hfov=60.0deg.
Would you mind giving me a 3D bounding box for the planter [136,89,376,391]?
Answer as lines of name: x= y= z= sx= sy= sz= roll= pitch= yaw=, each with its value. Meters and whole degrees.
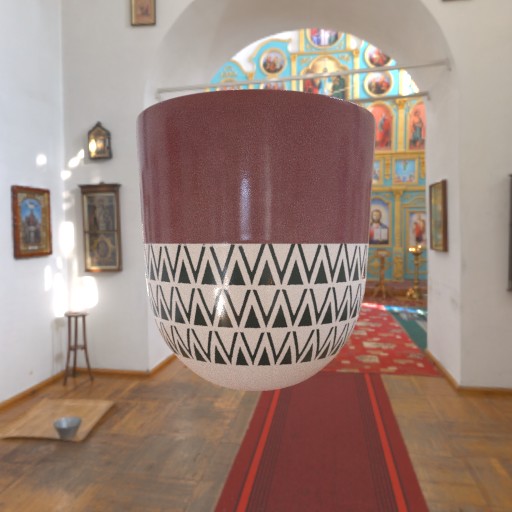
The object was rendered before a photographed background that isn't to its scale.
planter: x=0.000 y=0.000 z=0.376 sx=0.195 sy=0.214 sz=0.195 roll=0 pitch=2 yaw=0
